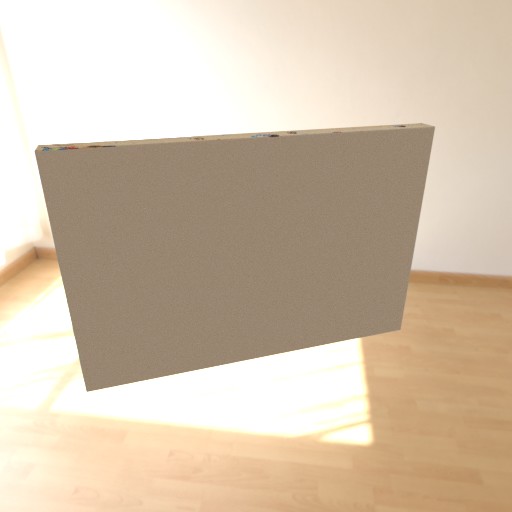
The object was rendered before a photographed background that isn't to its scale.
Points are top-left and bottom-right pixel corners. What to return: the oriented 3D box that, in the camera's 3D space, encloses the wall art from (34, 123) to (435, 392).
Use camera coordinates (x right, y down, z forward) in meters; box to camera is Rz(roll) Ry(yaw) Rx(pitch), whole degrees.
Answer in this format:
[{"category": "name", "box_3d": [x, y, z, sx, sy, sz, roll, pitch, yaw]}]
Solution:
[{"category": "wall art", "box_3d": [0.000, 0.000, 1.108, 0.894, 0.595, 0.057, -8, 27, -15]}]
